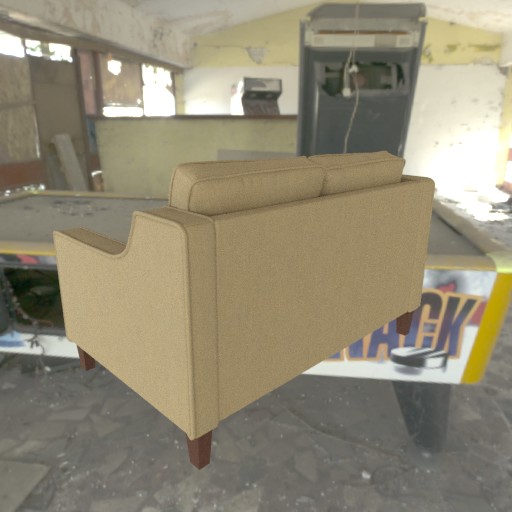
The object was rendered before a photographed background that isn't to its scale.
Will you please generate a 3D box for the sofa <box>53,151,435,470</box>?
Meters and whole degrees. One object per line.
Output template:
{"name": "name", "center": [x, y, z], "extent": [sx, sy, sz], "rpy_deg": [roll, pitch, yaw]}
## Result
{"name": "sofa", "center": [0.000, 0.000, 2.097], "extent": [1.501, 0.971, 0.987], "rpy_deg": [-16, 23, -42]}
